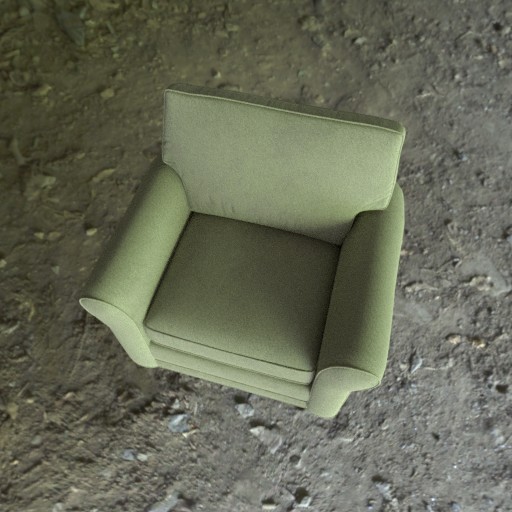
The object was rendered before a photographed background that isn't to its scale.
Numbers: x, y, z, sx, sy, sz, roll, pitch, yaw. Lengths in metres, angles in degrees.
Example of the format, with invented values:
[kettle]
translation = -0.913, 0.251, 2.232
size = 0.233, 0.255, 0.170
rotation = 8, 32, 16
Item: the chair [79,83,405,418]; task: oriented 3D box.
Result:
[chair]
translation = 0.000, 0.000, 1.895
size = 1.147, 1.044, 0.939
rotation = 13, 59, 8
